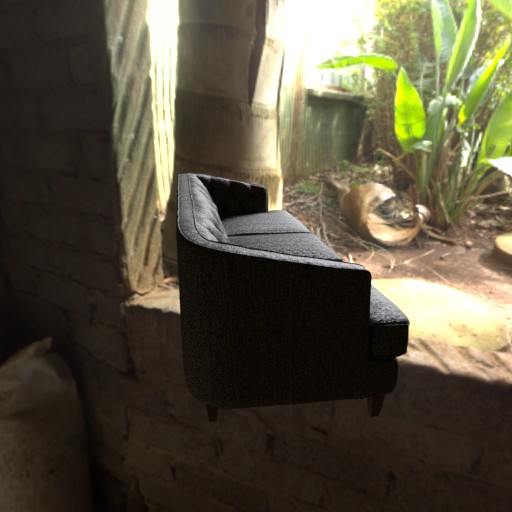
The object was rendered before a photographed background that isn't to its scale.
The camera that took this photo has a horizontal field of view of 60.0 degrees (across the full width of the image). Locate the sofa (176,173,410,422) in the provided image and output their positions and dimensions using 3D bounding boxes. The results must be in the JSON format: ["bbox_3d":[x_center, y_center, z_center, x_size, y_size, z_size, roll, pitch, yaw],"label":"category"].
[{"bbox_3d":[0.000,0.000,2.770,0.941,0.855,2.278,-3,18,-9],"label":"sofa"}]
